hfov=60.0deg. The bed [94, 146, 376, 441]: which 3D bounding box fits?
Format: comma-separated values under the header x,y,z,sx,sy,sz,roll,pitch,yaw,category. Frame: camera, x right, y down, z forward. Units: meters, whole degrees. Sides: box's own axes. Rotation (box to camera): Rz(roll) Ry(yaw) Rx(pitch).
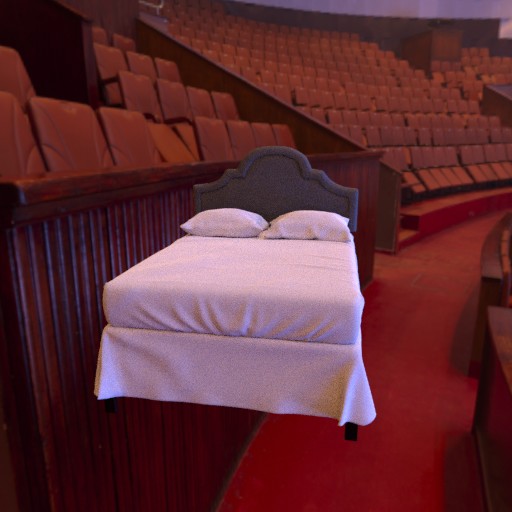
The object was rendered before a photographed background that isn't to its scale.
x,y,z,sx,sy,sz,roll,pitch,yaw,category
0.000,0.000,3.436,1.780,1.634,2.222,3,15,10,bed
